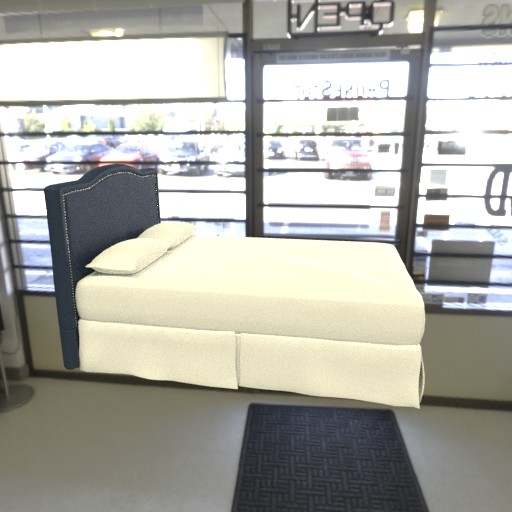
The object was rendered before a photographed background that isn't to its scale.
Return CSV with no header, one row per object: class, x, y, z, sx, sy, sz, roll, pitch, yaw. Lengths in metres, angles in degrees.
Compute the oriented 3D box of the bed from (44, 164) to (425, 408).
bed,0.000,0.000,3.614,2.507,1.441,1.741,3,16,10
